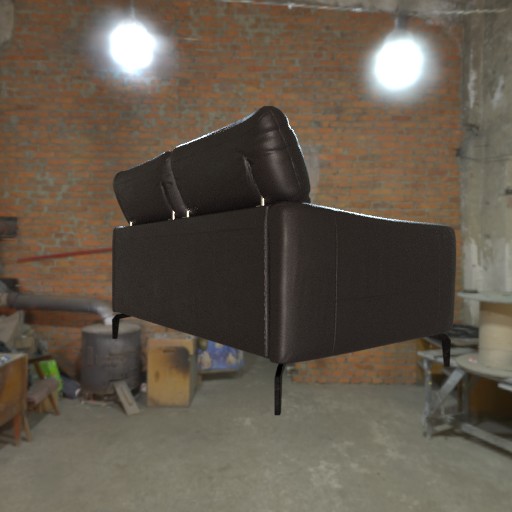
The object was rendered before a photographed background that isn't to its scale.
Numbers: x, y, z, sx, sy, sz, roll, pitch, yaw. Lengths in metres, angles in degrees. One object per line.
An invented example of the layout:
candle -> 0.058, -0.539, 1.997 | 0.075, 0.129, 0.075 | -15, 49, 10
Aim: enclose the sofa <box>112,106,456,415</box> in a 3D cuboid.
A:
sofa -> 0.000, 0.000, 2.137 | 0.958, 0.920, 1.596 | 0, 0, -36
